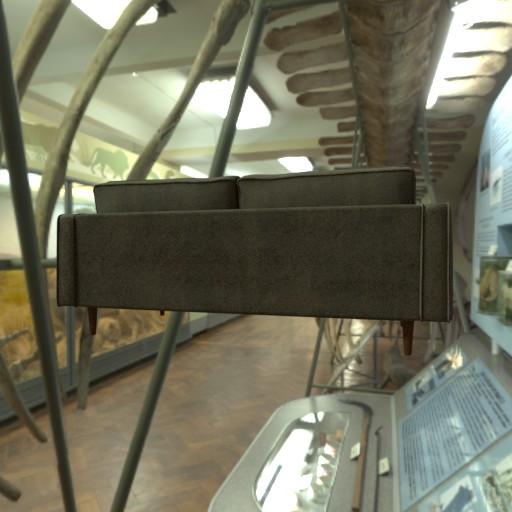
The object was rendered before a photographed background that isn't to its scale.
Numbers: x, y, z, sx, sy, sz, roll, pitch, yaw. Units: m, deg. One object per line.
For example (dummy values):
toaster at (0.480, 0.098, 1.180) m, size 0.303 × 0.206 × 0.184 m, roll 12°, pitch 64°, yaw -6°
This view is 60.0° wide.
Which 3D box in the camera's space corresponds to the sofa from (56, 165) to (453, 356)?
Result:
sofa at (0.000, 0.000, 2.448) m, size 1.920 × 0.825 × 0.924 m, roll 0°, pitch 1°, yaw 17°
